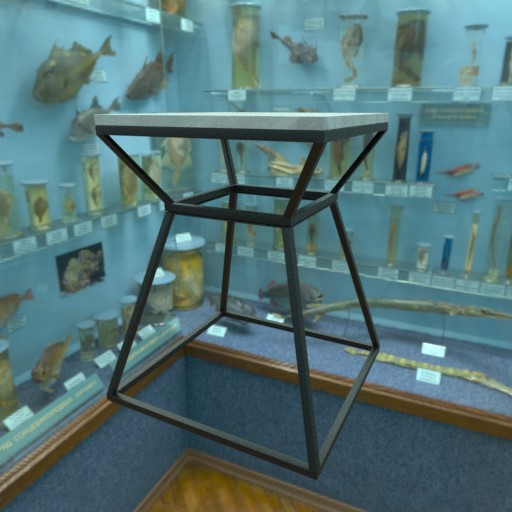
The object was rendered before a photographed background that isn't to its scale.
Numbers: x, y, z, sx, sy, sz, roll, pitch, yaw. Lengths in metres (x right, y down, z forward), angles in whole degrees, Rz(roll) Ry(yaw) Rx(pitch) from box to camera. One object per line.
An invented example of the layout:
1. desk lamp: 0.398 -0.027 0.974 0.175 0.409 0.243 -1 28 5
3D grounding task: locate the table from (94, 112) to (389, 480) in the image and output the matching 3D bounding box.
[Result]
1. table: 0.000 0.000 0.914 0.455 0.559 0.455 9 21 26
